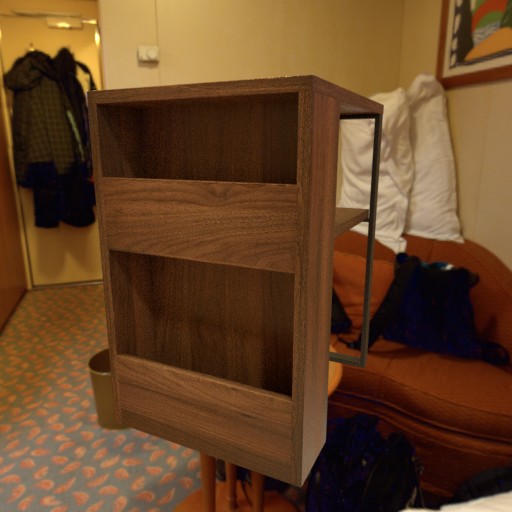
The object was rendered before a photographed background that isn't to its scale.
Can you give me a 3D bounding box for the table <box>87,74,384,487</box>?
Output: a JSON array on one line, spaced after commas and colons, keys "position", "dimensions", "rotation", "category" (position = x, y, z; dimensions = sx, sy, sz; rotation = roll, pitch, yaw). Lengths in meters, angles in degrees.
[{"position": [0.000, 0.000, 1.551], "dimensions": [0.660, 1.041, 0.786], "rotation": [7, 15, 25], "category": "table"}]
